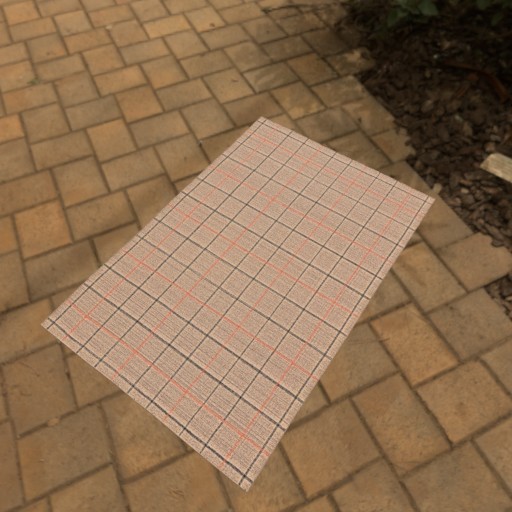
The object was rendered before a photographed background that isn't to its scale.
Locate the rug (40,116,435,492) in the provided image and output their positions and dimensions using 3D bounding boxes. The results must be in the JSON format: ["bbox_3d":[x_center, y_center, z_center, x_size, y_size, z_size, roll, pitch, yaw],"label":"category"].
[{"bbox_3d":[0.000,0.000,2.323,1.220,0.013,1.829,31,62,18],"label":"rug"}]
